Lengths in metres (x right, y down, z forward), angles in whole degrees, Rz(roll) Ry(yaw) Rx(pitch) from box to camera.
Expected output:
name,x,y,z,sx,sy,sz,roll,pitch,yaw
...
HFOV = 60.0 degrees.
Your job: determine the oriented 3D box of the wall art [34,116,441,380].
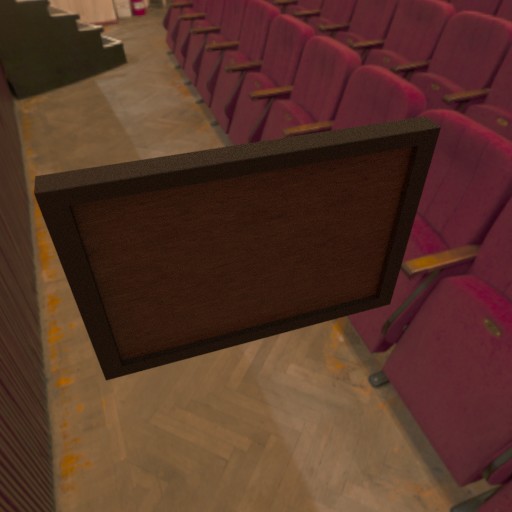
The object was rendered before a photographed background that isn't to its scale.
name,x,y,z,sx,sy,sz,roll,pitch,yaw
wall art,0.000,0.000,0.866,0.671,0.456,0.051,-12,42,-14
